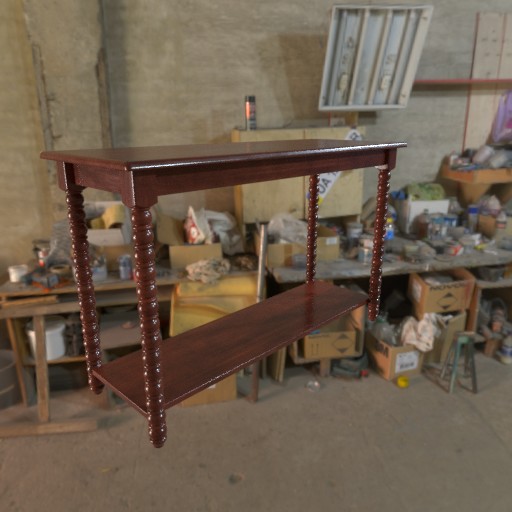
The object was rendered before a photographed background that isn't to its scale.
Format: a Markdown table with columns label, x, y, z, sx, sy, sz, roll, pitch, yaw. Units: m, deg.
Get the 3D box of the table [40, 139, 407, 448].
| label | x | y | z | sx | sy | sz | roll | pitch | yaw |
| --- | --- | --- | --- | --- | --- | --- | --- | --- | --- |
| table | 0.000 | 0.000 | 1.532 | 0.459 | 0.740 | 1.184 | 16 | 23 | 42 |
